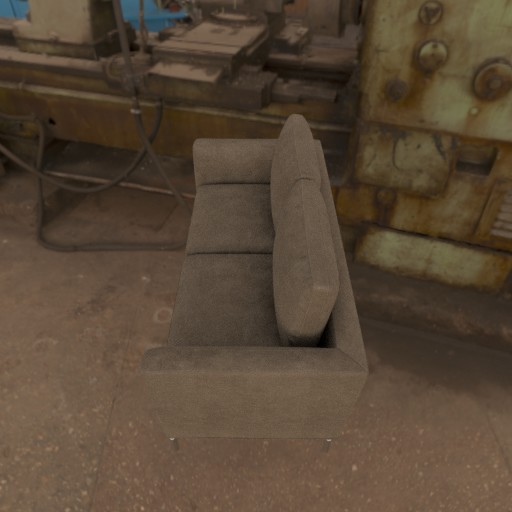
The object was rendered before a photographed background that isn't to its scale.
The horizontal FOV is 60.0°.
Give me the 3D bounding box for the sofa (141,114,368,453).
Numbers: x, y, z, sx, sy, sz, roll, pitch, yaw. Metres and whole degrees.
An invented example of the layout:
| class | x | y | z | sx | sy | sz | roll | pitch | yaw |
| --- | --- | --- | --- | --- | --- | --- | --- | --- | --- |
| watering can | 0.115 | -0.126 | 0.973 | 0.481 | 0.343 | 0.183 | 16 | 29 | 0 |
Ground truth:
| class | x | y | z | sx | sy | sz | roll | pitch | yaw |
| --- | --- | --- | --- | --- | --- | --- | --- | --- | --- |
| sofa | 0.000 | 0.000 | 2.453 | 0.855 | 1.013 | 1.832 | 0 | 42 | 0 |
